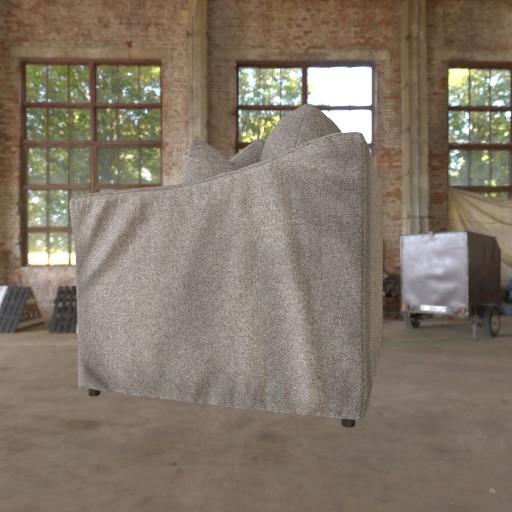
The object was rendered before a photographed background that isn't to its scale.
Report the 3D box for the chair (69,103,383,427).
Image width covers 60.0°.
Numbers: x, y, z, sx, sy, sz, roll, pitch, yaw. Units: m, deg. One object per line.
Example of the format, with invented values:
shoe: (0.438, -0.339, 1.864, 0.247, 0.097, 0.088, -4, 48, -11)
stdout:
chair: (0.000, 0.000, 2.001, 1.071, 1.059, 1.194, 0, 0, 18)
